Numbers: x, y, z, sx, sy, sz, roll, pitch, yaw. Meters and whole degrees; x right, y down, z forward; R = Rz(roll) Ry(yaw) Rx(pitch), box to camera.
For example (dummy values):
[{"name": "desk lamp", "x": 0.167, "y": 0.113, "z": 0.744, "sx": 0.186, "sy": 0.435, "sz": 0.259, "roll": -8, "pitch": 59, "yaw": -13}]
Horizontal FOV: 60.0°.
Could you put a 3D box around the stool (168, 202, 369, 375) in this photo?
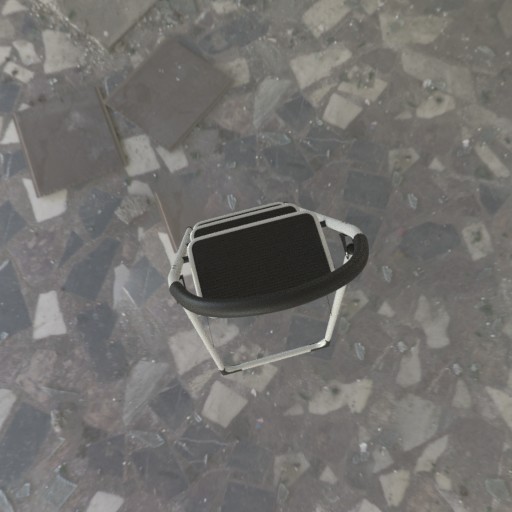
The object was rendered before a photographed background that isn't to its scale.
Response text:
[{"name": "stool", "x": 0.000, "y": 0.000, "z": 1.423, "sx": 0.485, "sy": 1.109, "sz": 0.676, "roll": -15, "pitch": 77, "yaw": -3}]
